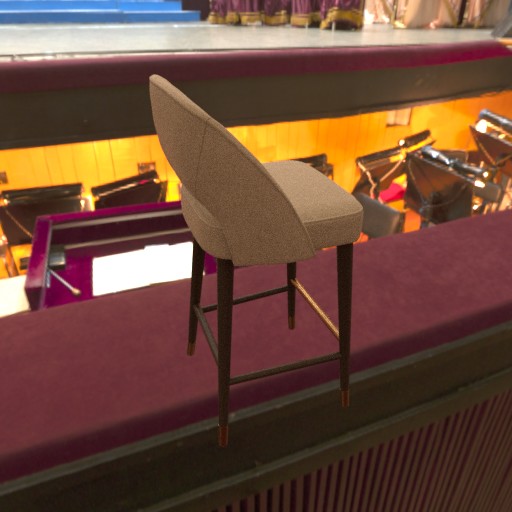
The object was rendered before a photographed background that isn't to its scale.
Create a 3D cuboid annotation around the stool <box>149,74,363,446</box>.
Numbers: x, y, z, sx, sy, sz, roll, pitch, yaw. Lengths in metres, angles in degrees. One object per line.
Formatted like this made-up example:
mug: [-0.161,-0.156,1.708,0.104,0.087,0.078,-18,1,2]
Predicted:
stool: [0.000,0.000,1.339,0.509,1.037,0.494,-11,32,-18]
